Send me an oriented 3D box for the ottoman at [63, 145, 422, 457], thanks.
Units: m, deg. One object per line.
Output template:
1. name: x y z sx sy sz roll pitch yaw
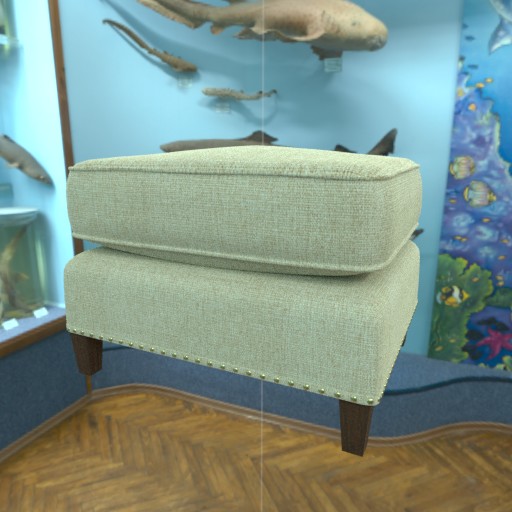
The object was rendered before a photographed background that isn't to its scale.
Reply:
1. ottoman: 0.000 0.000 1.109 0.738 0.537 0.589 7 16 25
